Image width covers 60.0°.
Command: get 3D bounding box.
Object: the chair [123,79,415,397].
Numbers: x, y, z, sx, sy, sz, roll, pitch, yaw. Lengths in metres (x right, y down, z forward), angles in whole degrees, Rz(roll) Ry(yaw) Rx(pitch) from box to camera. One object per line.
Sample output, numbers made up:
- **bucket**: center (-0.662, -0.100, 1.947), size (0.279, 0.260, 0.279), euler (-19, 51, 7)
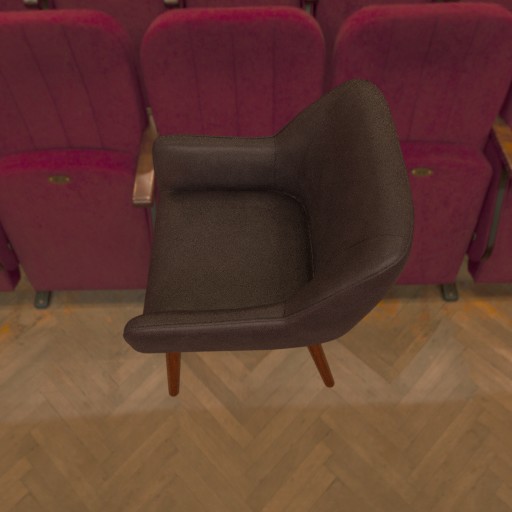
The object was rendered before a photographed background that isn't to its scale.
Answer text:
- **chair**: center (0.000, 0.000, 1.250), size (0.610, 0.828, 0.610), euler (-1, 57, 0)
